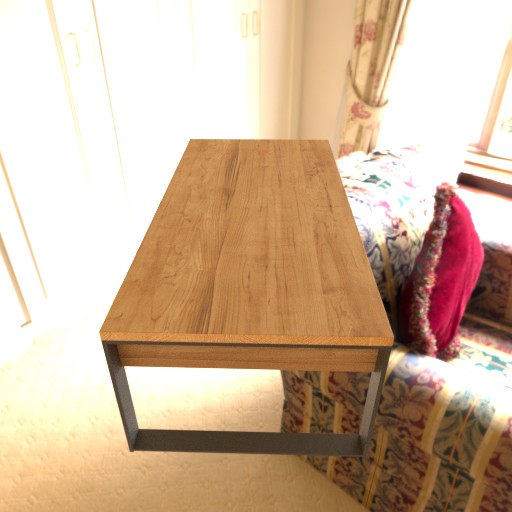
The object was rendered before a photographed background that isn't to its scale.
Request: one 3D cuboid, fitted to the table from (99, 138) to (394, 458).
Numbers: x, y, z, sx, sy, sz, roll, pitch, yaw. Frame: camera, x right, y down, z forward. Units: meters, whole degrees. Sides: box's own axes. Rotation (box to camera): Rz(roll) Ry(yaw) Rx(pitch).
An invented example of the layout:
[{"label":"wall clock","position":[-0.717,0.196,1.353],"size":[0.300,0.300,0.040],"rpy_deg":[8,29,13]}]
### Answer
[{"label":"table","position":[0.000,0.000,1.473],"size":[0.590,0.400,1.180],"rpy_deg":[1,33,1]}]
